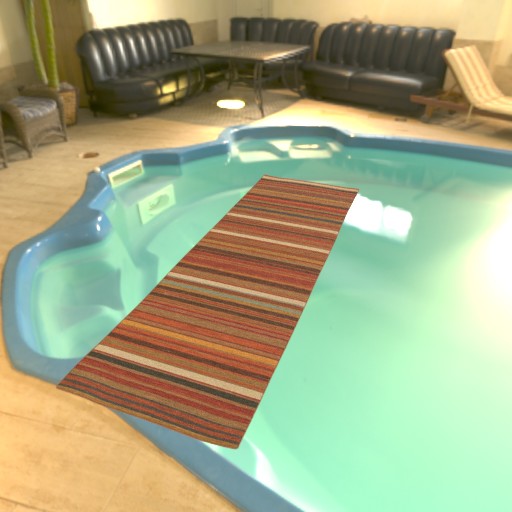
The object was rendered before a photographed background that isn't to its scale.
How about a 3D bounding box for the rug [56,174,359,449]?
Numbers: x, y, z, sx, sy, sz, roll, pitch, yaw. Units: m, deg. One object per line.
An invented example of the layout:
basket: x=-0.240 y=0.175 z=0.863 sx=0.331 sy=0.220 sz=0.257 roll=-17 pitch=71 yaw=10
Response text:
rug: x=0.000 y=0.000 z=2.617 sx=0.799 sy=0.030 sz=2.444 roll=11 pitch=34 yaw=18
